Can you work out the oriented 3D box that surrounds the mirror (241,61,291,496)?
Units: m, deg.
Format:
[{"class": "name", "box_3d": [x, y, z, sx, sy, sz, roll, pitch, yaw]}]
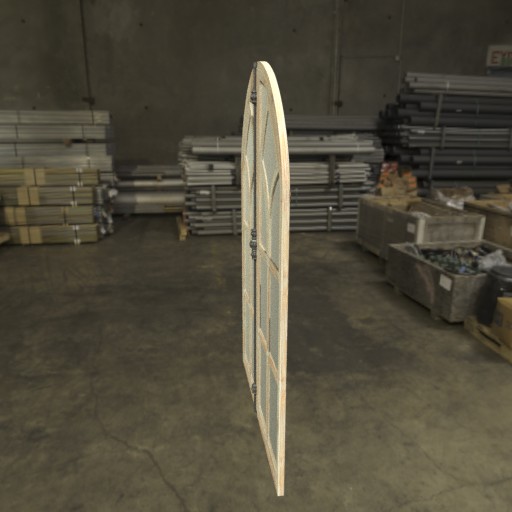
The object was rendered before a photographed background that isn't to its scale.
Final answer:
[{"class": "mirror", "box_3d": [0.000, 0.000, 1.132, 0.032, 0.915, 0.609, -2, 15, -8]}]
